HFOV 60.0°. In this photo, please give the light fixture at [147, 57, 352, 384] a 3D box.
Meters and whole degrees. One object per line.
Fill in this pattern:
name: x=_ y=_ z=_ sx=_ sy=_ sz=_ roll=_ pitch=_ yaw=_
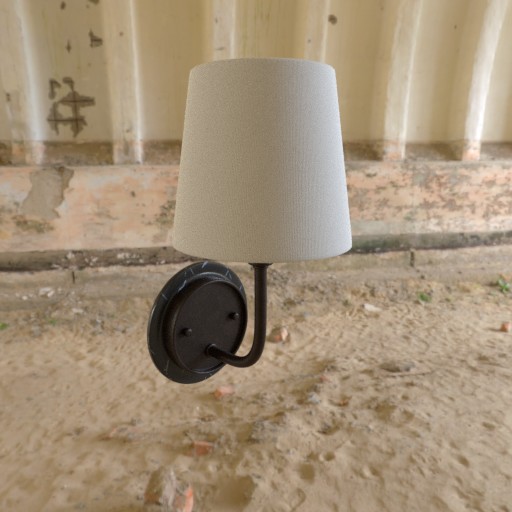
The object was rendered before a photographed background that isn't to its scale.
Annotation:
light fixture: x=0.000 y=0.000 z=0.437 sx=0.168 sy=0.337 sz=0.188 roll=-13 pitch=18 yaw=-43
